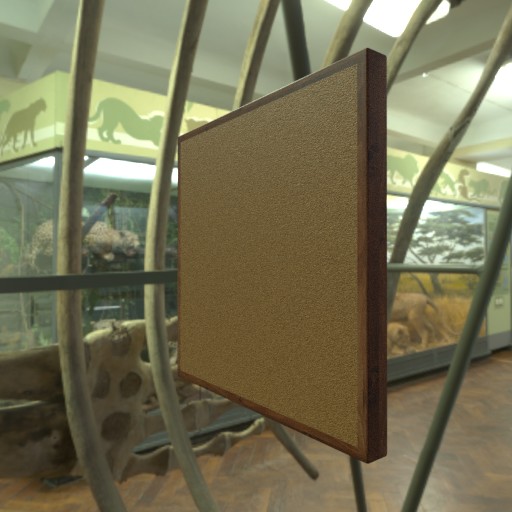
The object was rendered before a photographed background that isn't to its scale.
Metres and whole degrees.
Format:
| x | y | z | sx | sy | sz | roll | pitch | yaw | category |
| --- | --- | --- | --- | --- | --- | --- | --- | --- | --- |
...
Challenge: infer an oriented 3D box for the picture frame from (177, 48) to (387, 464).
| x | y | z | sx | sy | sz | roll | pitch | yaw | category |
| --- | --- | --- | --- | --- | --- | --- | --- | --- | --- |
| 0.000 | 0.000 | 0.526 | 0.028 | 0.356 | 0.352 | 0 | 0 | -37 | picture frame |
